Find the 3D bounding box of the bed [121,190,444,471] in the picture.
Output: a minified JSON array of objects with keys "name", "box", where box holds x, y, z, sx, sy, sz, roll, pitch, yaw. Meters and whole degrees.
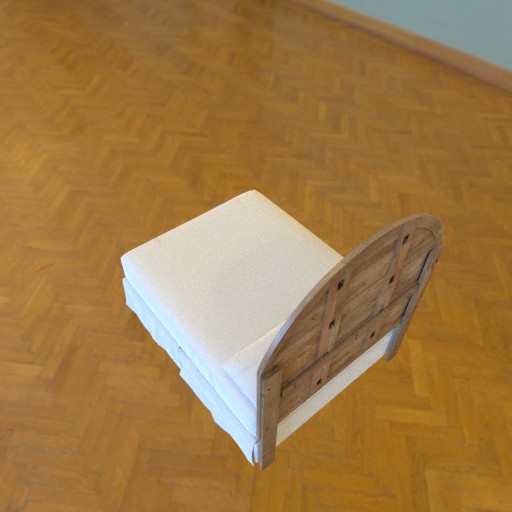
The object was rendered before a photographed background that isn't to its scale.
[{"name":"bed","box":[0.000,0.000,3.562,1.713,2.002,2.112,-31,54,-26]}]
